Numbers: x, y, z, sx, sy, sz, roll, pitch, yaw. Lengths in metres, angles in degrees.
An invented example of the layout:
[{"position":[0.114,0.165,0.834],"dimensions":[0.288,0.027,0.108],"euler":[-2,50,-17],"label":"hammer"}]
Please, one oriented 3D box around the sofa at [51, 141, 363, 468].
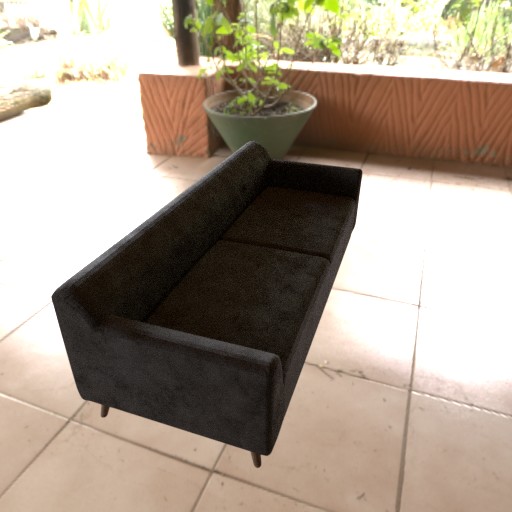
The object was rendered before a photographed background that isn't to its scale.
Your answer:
[{"position":[0.000,0.000,2.608],"dimensions":[0.900,0.740,2.190],"euler":[10,32,17],"label":"sofa"}]
